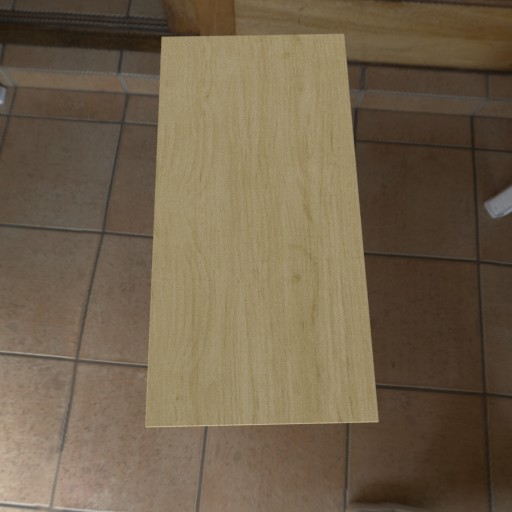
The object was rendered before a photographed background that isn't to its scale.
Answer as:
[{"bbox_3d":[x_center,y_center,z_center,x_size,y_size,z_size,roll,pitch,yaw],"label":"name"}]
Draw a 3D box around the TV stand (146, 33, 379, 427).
[{"bbox_3d":[0.000,0.000,1.299,0.430,0.787,0.851,-1,75,0],"label":"TV stand"}]
